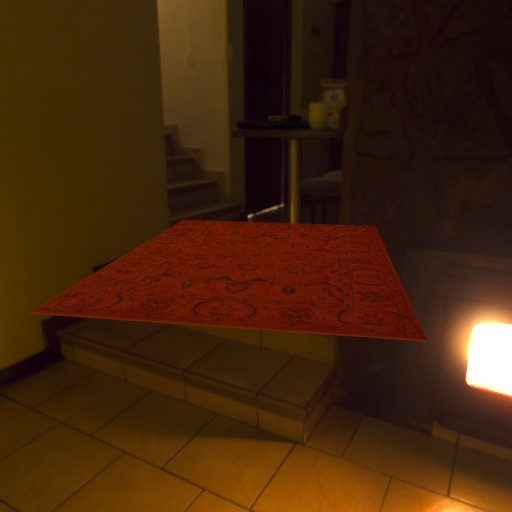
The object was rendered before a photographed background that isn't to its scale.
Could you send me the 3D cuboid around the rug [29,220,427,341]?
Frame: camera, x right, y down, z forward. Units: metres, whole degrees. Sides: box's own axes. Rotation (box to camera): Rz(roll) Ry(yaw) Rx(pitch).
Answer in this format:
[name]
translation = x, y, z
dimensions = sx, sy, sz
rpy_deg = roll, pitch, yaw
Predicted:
[rug]
translation = 0.000, 0.000, 3.886
dimensions = 2.300, 0.012, 2.929
rpy_deg = 3, 16, 9
